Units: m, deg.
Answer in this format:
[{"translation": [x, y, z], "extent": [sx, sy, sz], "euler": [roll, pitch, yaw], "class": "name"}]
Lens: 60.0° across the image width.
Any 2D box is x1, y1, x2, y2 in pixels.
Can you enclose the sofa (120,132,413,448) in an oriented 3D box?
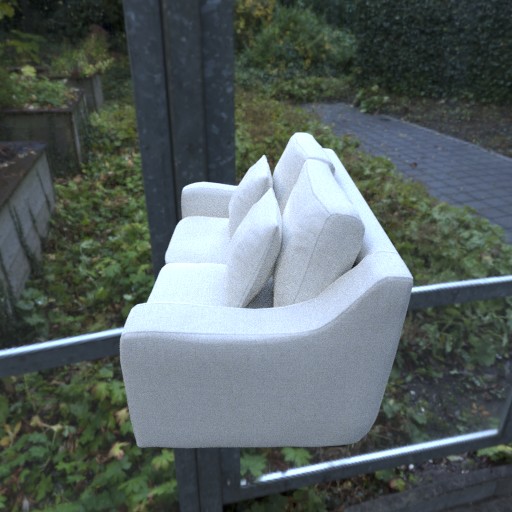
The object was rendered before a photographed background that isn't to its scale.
[{"translation": [0.000, 0.000, 2.348], "extent": [1.040, 1.047, 1.744], "euler": [0, 28, 0], "class": "sofa"}]
